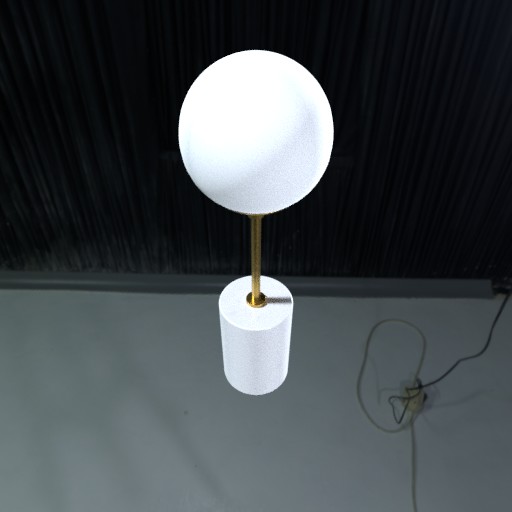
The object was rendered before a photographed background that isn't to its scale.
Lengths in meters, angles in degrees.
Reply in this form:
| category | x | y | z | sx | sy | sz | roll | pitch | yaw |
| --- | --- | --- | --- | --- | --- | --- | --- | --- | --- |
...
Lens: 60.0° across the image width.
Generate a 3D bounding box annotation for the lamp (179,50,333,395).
| category | x | y | z | sx | sy | sz | roll | pitch | yaw |
| --- | --- | --- | --- | --- | --- | --- | --- | --- | --- |
| lamp | 0.000 | 0.000 | 0.554 | 0.153 | 0.480 | 0.153 | 0 | 42 | 0 |
